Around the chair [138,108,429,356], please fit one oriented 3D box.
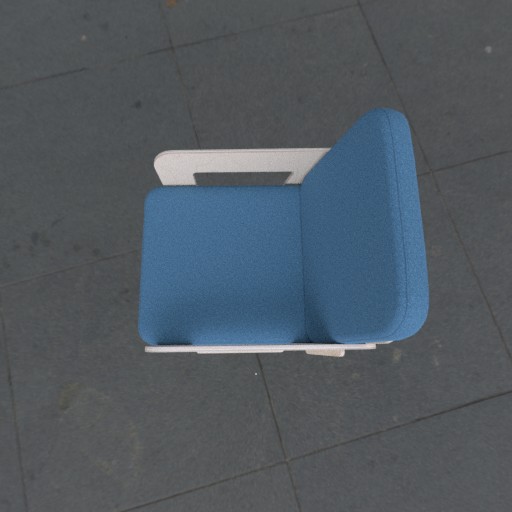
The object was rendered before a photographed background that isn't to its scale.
[{"bbox_3d":[0.000,0.000,1.222,0.657,0.747,0.547,-1,75,0],"label":"chair"}]
